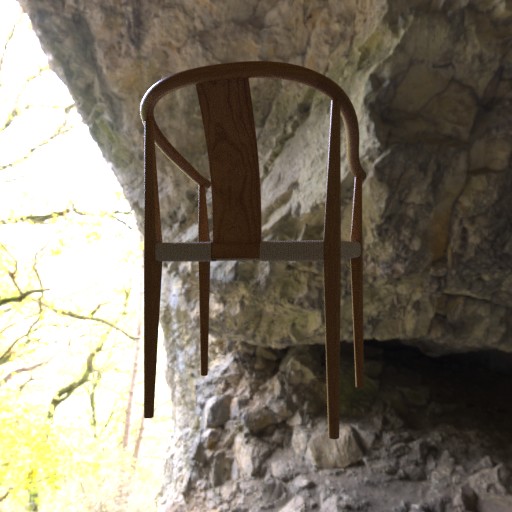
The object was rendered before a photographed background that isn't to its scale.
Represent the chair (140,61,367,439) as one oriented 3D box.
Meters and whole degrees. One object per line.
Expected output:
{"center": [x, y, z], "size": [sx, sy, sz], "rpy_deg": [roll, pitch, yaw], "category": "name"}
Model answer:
{"center": [0.000, 0.000, 1.192], "size": [0.556, 0.800, 0.579], "rpy_deg": [0, -1, 16], "category": "chair"}
